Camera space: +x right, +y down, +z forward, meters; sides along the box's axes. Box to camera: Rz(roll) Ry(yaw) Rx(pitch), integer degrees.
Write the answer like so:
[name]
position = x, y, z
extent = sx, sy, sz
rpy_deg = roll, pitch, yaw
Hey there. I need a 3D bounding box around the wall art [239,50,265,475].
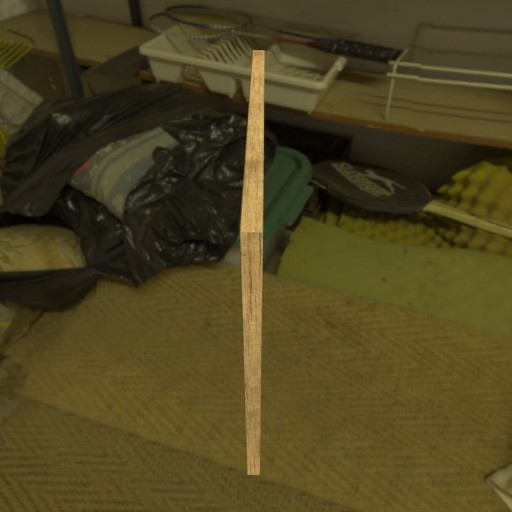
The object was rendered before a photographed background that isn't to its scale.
[wall art]
position = 0.000, 0.000, 1.022
extent = 0.029, 0.691, 0.695
rpy_deg = 1, 41, 1
